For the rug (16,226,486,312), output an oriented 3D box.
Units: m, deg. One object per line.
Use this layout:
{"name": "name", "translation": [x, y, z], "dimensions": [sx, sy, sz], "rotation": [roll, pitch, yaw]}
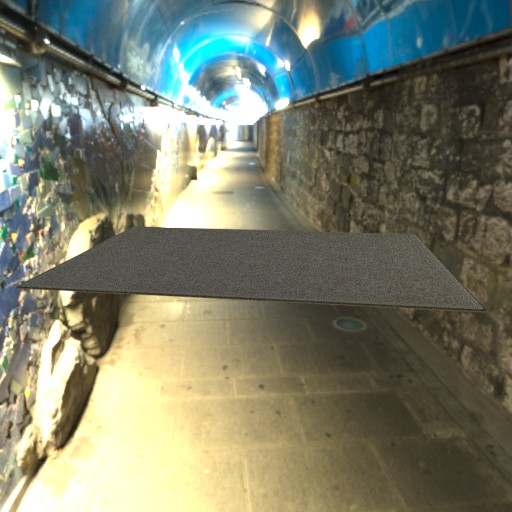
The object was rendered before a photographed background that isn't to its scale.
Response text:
{"name": "rug", "translation": [0.000, 0.000, 2.277], "dimensions": [1.829, 0.010, 1.219], "rotation": [2, 16, 8]}
